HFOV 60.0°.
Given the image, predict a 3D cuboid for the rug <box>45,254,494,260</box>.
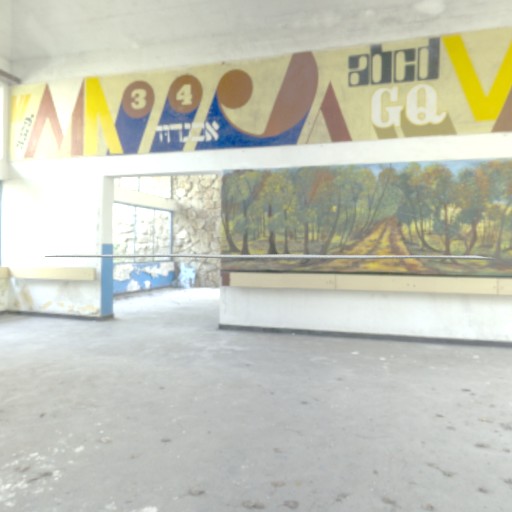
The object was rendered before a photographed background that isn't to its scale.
[{"bbox_3d":[0.000,0.000,2.678,2.439,0.013,0.762,0,1,17],"label":"rug"}]
